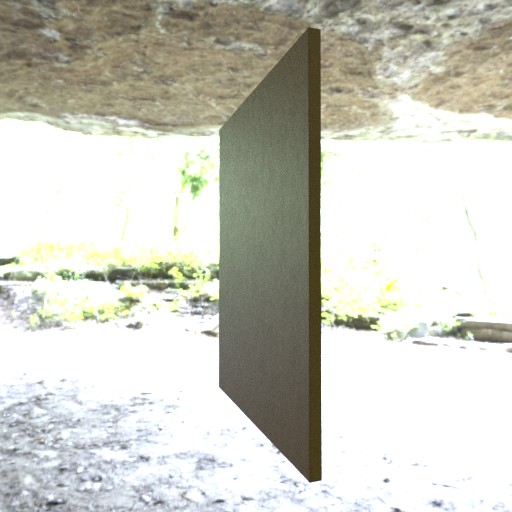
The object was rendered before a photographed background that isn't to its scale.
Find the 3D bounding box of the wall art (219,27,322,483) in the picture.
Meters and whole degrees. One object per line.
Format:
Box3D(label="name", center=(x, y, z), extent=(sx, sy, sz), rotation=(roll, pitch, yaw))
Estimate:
Box3D(label="wall art", center=(0.000, 0.000, 1.356), extent=(0.030, 1.002, 0.798), rotation=(0, -1, -19))
